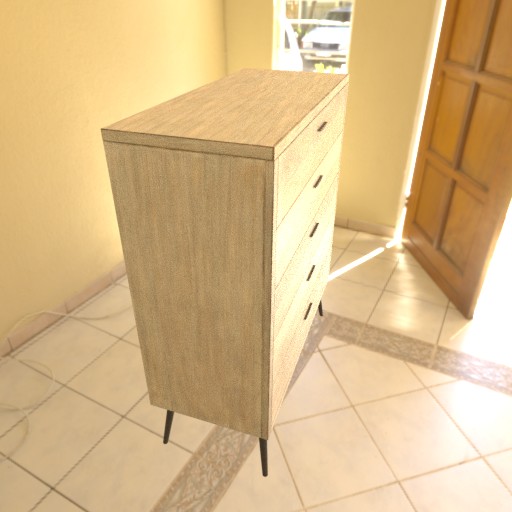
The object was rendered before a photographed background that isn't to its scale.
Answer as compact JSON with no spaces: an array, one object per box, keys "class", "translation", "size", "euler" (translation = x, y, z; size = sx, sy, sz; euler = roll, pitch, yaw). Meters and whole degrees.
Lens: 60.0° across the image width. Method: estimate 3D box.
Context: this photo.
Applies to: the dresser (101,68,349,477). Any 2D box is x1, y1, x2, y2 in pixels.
[{"class":"dresser","translation":[0.000,0.000,1.747],"size":[0.457,1.219,1.016],"euler":[10,33,16]}]
